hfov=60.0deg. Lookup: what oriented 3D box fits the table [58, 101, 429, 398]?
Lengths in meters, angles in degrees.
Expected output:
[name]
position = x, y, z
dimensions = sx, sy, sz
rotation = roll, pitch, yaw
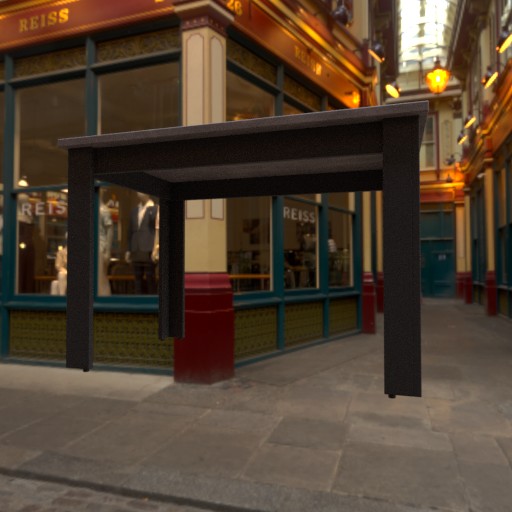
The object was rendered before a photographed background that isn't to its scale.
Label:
[table]
position = 0.000, 0.000, 1.568
dimensions = 1.100, 0.734, 0.700
rotation = 0, -1, 17
